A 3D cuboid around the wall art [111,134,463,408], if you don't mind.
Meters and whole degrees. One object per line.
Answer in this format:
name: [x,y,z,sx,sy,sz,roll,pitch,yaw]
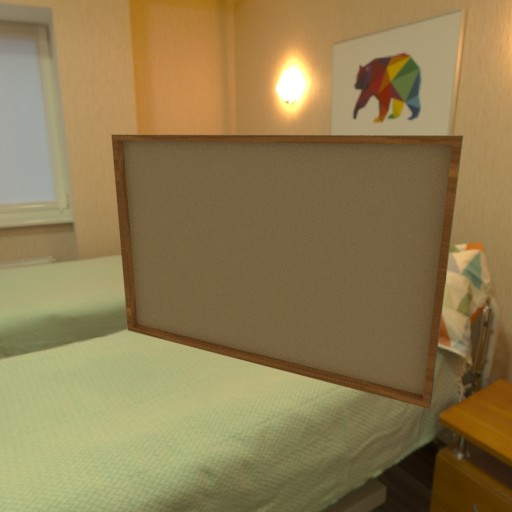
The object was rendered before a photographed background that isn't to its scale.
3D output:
wall art: [0.000,0.000,0.762,0.604,0.402,0.018,8,17,26]
